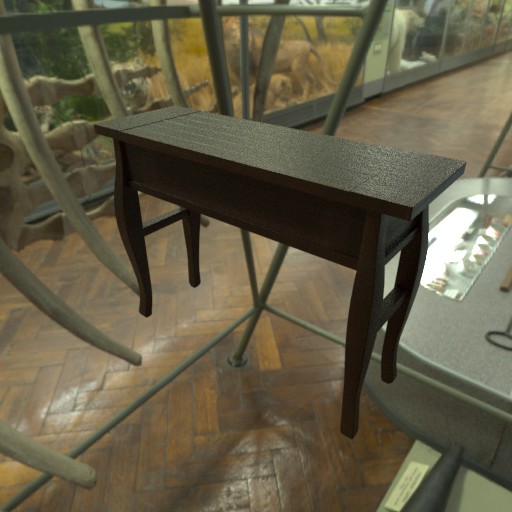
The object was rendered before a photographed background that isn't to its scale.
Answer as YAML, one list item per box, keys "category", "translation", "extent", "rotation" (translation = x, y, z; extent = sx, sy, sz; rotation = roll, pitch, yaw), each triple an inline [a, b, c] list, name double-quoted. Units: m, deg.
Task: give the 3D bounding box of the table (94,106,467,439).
- category: "table"
  translation: [0.000, 0.000, 1.464]
  extent: [1.062, 0.768, 0.373]
  rotation: [22, 37, 32]
